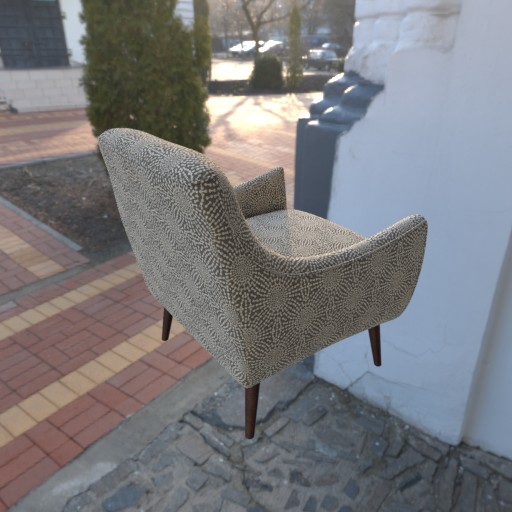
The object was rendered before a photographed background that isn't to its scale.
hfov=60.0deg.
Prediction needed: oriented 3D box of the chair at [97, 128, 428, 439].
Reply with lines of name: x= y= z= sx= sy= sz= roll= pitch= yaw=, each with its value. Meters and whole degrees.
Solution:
chair: x=0.000 y=0.000 z=1.479 sx=0.787 sy=0.838 sz=0.762 roll=-17 pitch=30 yaw=-31
